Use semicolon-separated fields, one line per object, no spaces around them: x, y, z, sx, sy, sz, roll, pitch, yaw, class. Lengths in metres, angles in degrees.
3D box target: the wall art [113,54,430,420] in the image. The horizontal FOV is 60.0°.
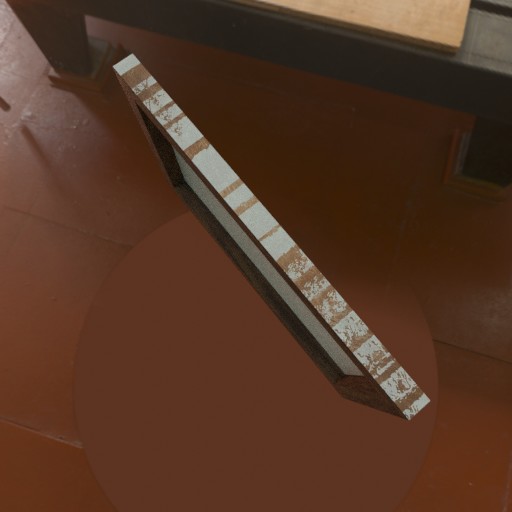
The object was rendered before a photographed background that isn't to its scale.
0.000;0.000;0.771;0.035;0.405;0.609;-38;79;-9;wall art
